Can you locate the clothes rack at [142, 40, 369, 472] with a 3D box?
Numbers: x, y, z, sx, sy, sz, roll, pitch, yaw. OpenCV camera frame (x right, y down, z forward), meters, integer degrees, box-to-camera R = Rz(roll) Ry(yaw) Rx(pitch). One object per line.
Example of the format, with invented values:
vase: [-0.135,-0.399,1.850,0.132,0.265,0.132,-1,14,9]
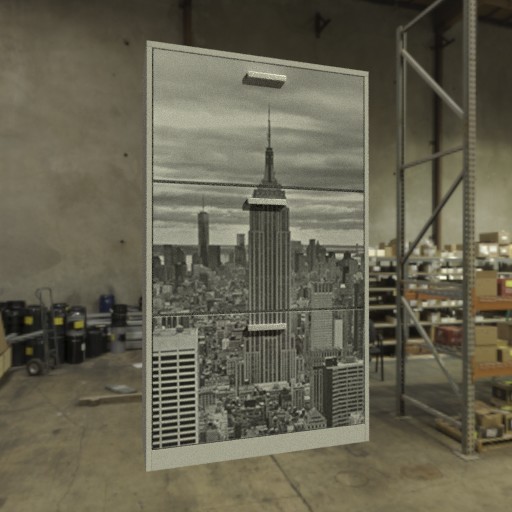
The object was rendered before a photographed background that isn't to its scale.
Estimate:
clothes rack: [0.000,0.000,1.532,0.750,1.280,0.250,0,0,-17]
